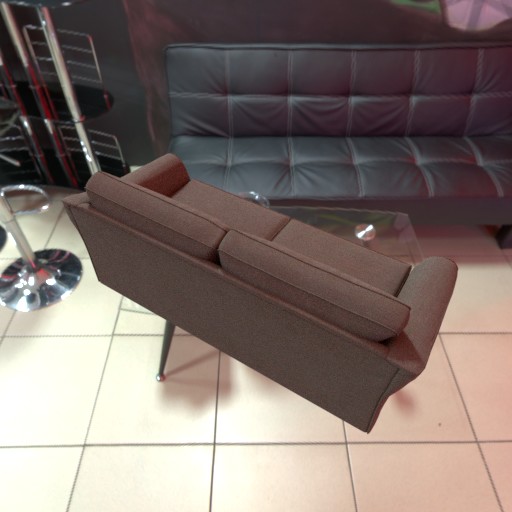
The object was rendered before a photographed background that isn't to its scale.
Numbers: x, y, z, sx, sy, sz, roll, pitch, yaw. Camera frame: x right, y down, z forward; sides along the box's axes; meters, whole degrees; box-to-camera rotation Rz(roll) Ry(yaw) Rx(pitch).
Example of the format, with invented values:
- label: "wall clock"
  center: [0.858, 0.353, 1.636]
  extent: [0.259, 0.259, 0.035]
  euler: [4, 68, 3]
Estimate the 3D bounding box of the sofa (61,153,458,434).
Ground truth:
- label: "sofa"
  center: [0.000, 0.000, 2.792]
  extent: [2.270, 0.906, 0.986]
  euler: [24, 50, 22]
